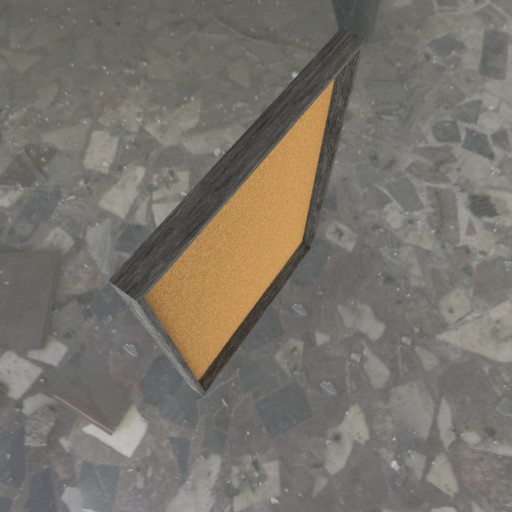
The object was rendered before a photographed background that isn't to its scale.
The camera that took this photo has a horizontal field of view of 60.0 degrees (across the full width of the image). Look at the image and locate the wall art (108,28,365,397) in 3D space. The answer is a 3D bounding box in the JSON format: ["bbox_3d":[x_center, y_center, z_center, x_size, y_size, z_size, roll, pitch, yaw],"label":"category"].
[{"bbox_3d":[0.000,0.000,1.319,0.063,1.016,0.762,32,68,15],"label":"wall art"}]
